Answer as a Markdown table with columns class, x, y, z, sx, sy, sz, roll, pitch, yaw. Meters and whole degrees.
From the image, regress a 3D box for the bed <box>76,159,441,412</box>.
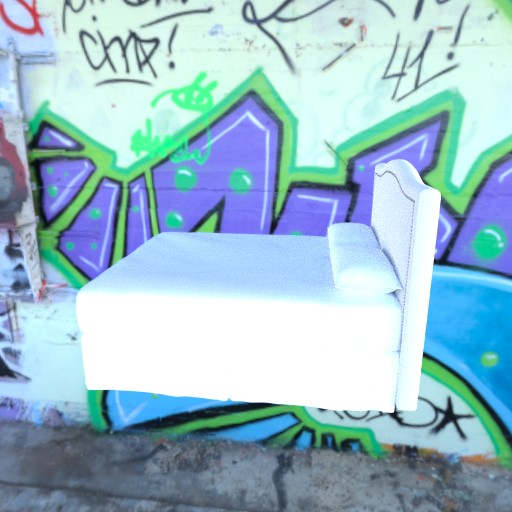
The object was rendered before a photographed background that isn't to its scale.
| class | x | y | z | sx | sy | sz | roll | pitch | yaw |
| --- | --- | --- | --- | --- | --- | --- | --- | --- | --- |
| bed | 0.000 | 0.000 | 3.380 | 2.143 | 1.460 | 1.753 | 2 | 16 | 7 |
